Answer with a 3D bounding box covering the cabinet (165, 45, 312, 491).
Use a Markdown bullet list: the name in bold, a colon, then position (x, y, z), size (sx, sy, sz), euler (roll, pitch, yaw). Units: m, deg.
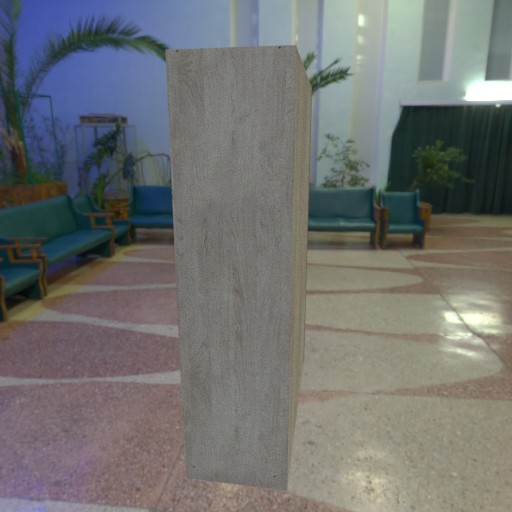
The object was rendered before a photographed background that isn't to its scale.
- **cabinet**: position (0.000, 0.000, 2.484), size (0.510, 1.910, 1.290), euler (2, 14, 9)
